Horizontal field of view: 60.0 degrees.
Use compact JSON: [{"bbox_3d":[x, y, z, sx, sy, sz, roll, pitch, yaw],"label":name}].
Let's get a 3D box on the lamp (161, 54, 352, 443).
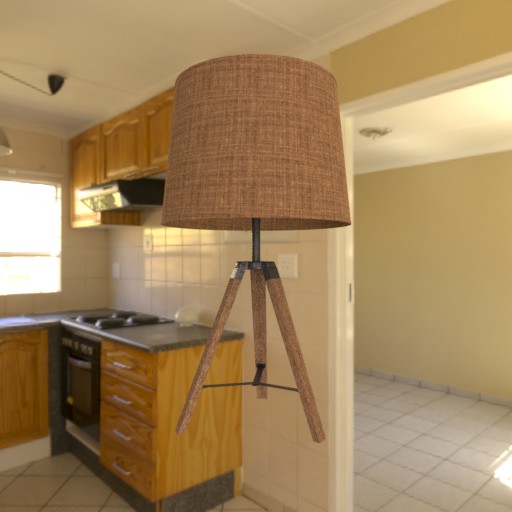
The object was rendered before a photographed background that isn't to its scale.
[{"bbox_3d":[0.000,0.000,0.688,0.290,0.514,0.290,0,0,0],"label":"lamp"}]
